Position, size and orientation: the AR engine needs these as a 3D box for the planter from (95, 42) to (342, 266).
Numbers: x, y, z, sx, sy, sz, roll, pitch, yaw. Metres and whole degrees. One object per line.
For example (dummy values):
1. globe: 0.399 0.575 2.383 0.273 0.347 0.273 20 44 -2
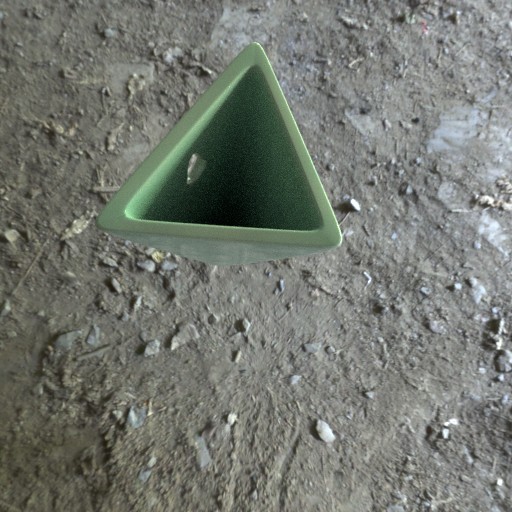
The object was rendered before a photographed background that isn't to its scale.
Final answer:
1. planter: 0.000 0.000 0.219 0.064 0.178 0.080 35 78 9
